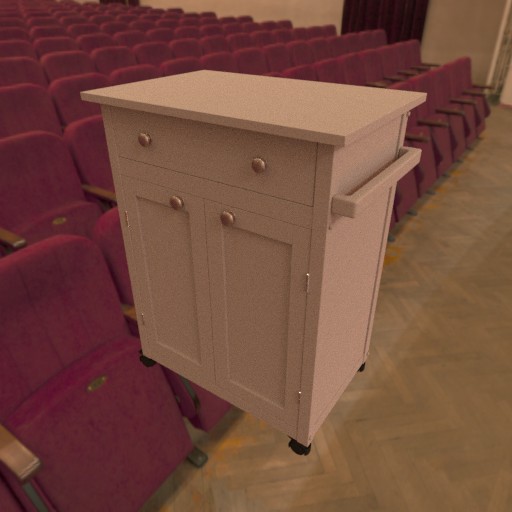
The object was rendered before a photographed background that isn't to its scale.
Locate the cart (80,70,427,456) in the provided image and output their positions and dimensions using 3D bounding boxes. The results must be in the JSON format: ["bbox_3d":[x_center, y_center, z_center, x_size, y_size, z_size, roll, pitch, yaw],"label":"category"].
[{"bbox_3d":[0.000,0.000,1.232,0.683,0.864,0.442,19,35,29],"label":"cart"}]
